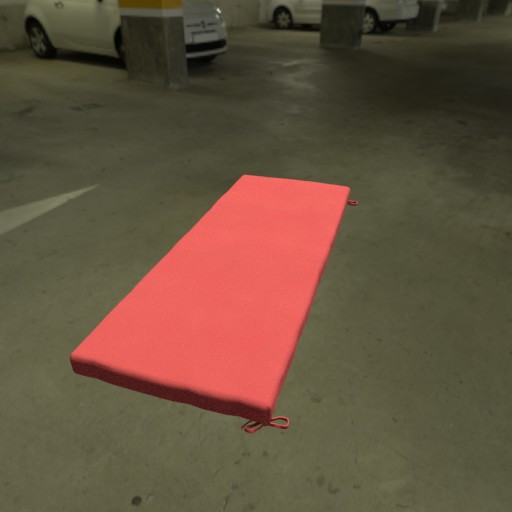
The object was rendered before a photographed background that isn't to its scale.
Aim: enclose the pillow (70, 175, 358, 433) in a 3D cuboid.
[{"bbox_3d":[0.000,0.000,1.366,0.492,0.081,1.187,10,33,15],"label":"pillow"}]
